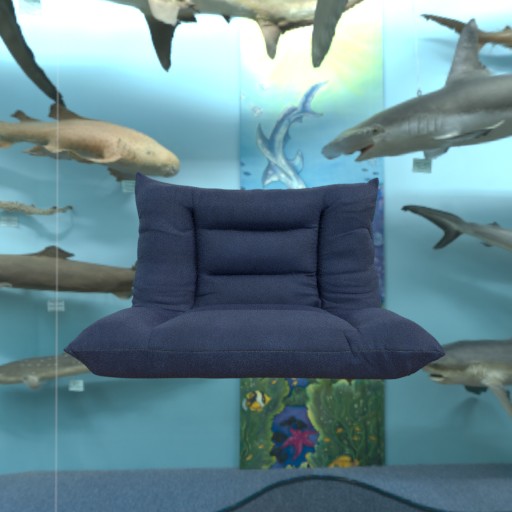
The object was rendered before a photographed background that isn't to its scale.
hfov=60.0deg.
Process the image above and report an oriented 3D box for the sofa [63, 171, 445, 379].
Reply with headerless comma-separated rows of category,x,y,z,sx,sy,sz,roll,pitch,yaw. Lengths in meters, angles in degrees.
sofa,0.000,0.000,1.714,1.122,0.778,0.849,0,-1,1
